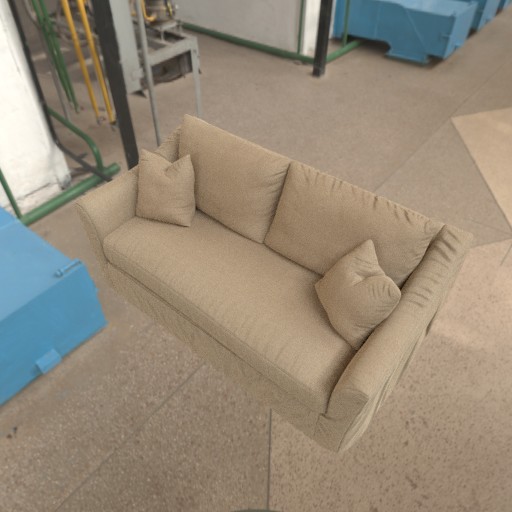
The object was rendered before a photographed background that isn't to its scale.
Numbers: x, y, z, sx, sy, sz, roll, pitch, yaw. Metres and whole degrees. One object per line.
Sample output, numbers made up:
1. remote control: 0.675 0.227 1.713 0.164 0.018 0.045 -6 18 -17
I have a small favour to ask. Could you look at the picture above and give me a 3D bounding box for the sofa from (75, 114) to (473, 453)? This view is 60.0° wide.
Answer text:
1. sofa: 0.000 0.000 2.627 2.010 1.018 1.072 30 52 27
